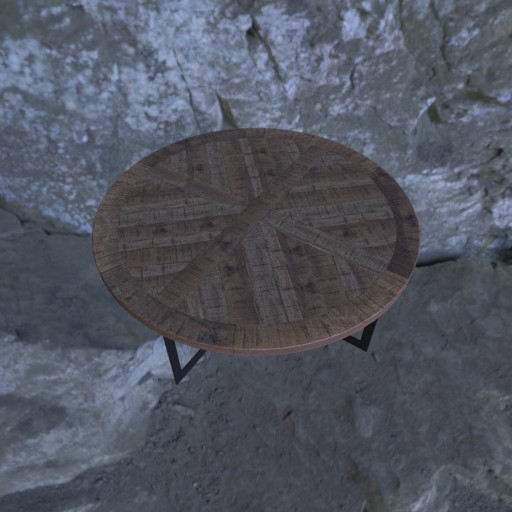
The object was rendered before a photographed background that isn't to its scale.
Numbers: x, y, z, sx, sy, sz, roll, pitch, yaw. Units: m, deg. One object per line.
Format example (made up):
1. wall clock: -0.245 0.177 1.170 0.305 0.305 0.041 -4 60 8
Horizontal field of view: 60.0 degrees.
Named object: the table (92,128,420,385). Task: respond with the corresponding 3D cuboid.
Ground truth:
1. table: 0.000 0.000 1.945 1.264 0.516 1.264 0 46 0
